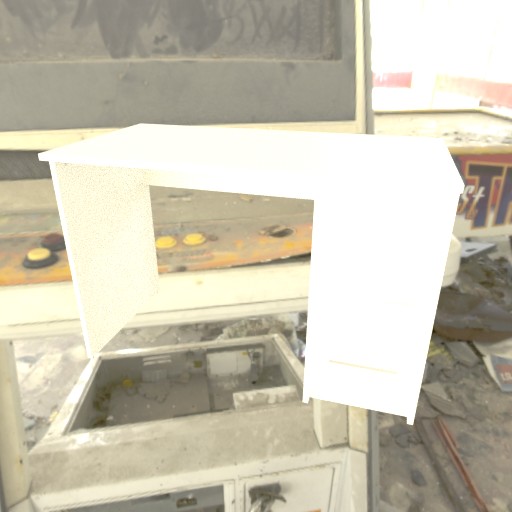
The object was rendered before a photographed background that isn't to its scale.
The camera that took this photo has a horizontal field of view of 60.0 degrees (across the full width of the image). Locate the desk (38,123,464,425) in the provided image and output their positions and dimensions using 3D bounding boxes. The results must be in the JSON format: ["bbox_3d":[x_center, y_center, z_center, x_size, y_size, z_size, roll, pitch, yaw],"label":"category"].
[{"bbox_3d":[0.000,0.000,1.490,1.097,0.735,0.560,7,26,15],"label":"desk"}]
